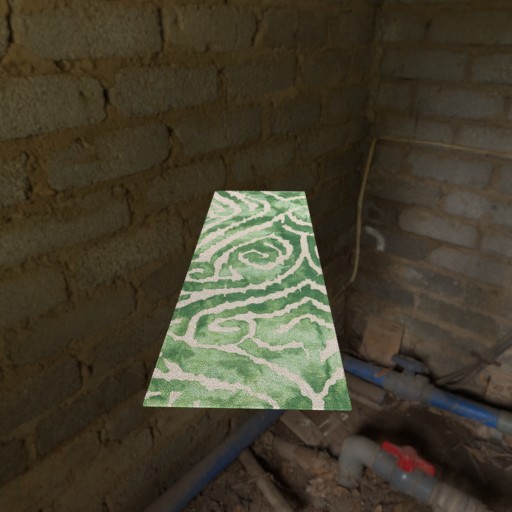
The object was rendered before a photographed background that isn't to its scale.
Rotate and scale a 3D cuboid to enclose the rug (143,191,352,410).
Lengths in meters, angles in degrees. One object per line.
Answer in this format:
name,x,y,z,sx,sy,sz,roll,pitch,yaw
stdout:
rug,0.000,0.000,2.695,0.761,0.006,2.438,1,27,1
